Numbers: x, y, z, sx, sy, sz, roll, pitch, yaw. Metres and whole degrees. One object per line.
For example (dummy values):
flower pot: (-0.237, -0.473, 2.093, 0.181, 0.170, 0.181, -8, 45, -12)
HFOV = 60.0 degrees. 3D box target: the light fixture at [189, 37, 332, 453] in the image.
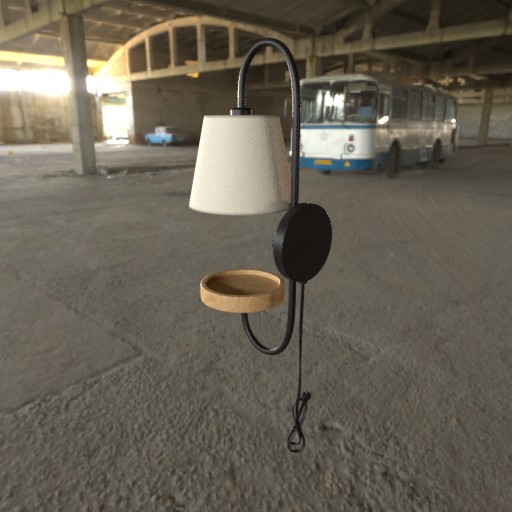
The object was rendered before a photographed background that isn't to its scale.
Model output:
light fixture: (0.000, 0.000, 0.924, 0.220, 0.821, 0.299, -16, 23, -42)
